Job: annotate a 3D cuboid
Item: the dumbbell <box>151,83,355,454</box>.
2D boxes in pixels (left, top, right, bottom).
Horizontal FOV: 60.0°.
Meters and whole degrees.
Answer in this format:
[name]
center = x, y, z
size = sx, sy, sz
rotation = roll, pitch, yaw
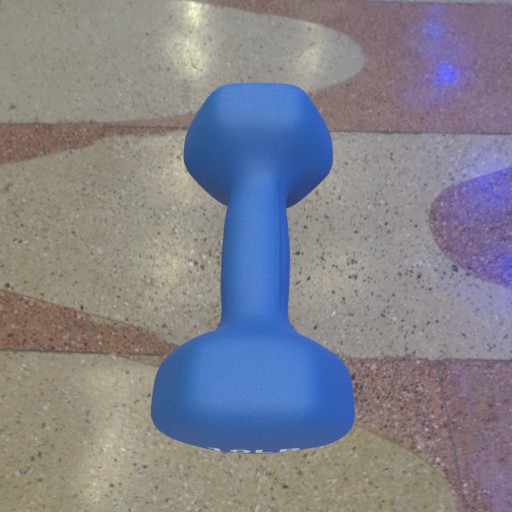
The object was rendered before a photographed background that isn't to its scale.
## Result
[dumbbell]
center = 0.000, 0.000, 0.261
size = 0.103, 0.093, 0.212
rotation = 2, 61, 1
